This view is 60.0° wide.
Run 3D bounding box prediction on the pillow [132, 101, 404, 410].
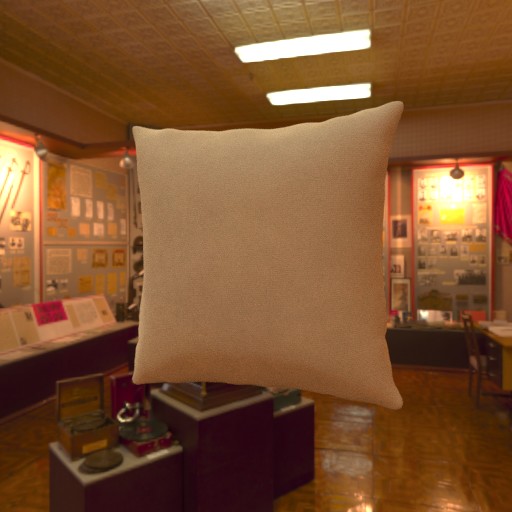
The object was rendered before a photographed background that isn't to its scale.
[{"bbox_3d":[0.000,0.000,0.684,0.433,0.434,0.196,0,1,17],"label":"pillow"}]
